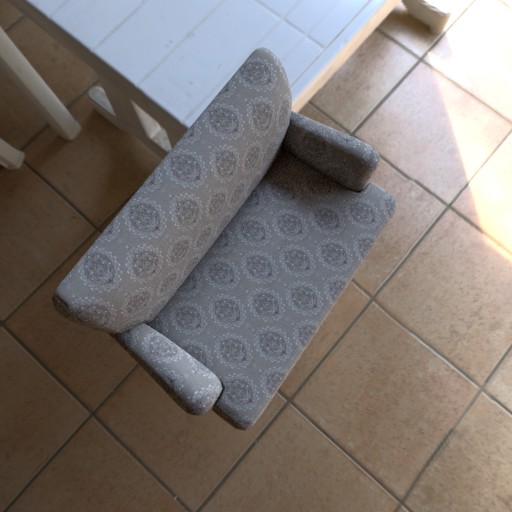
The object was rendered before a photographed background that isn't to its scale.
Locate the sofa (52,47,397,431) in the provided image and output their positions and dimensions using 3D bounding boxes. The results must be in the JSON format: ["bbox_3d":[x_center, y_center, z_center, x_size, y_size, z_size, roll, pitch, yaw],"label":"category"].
[{"bbox_3d":[0.000,0.000,1.864,0.779,0.889,1.297,34,78,8],"label":"sofa"}]
